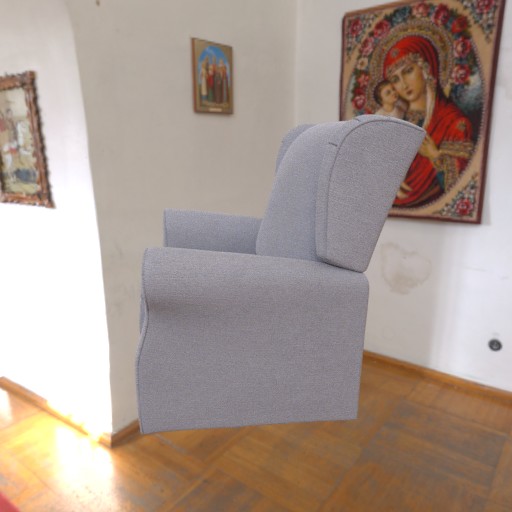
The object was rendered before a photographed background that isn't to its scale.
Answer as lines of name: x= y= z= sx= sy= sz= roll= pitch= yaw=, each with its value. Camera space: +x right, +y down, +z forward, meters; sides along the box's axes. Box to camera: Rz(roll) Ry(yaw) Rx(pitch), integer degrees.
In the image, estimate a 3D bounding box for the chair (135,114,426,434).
chair: x=0.000 y=0.000 z=1.640 sx=0.854 sy=0.966 sz=0.906 roll=-2 pitch=15 yaw=-7
